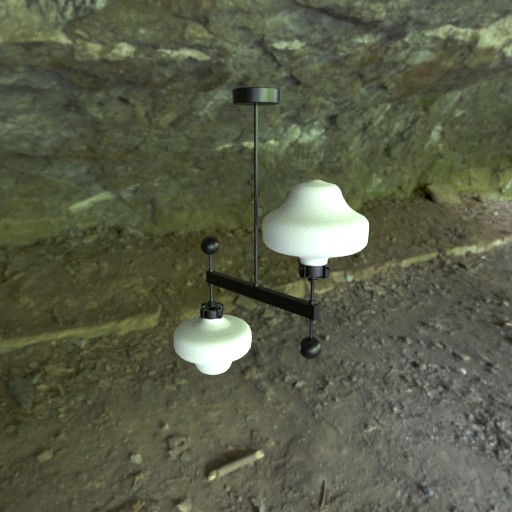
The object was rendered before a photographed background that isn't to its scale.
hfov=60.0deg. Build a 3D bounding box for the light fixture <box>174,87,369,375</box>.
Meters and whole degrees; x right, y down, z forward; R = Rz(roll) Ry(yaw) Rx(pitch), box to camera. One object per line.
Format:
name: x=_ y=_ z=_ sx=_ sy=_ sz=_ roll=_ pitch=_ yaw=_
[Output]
light fixture: x=0.000 y=0.000 z=1.051 sx=0.489 sy=0.743 sz=0.422 roll=2 pitch=15 yaw=8
